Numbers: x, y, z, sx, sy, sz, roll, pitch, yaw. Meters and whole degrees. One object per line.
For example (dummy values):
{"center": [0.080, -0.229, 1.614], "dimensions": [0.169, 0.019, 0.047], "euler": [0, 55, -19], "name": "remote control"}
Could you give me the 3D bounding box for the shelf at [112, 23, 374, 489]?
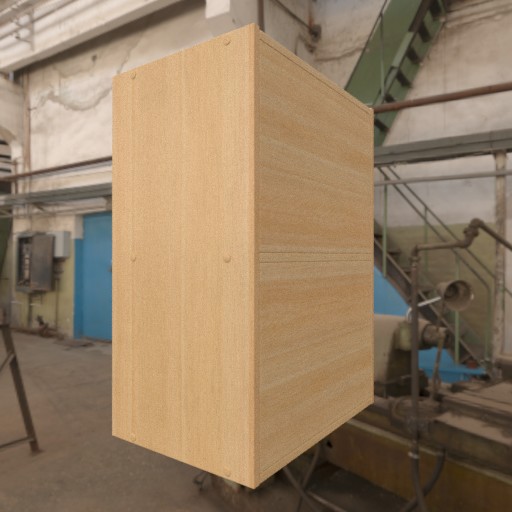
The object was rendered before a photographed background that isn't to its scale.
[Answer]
{"center": [0.000, 0.000, 0.813], "dimensions": [0.290, 0.592, 0.414], "euler": [0, 0, 36], "name": "shelf"}
